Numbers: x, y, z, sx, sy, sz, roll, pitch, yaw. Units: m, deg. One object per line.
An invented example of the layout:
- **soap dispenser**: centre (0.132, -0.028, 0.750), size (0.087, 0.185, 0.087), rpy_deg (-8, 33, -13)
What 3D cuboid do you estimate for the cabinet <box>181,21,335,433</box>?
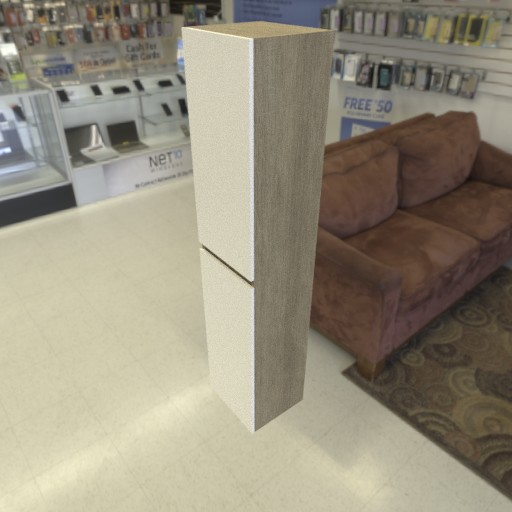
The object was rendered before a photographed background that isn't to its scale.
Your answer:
- **cabinet**: centre (0.000, 0.000, 1.527), size (0.270, 1.400, 0.300), rpy_deg (-23, 39, -31)
